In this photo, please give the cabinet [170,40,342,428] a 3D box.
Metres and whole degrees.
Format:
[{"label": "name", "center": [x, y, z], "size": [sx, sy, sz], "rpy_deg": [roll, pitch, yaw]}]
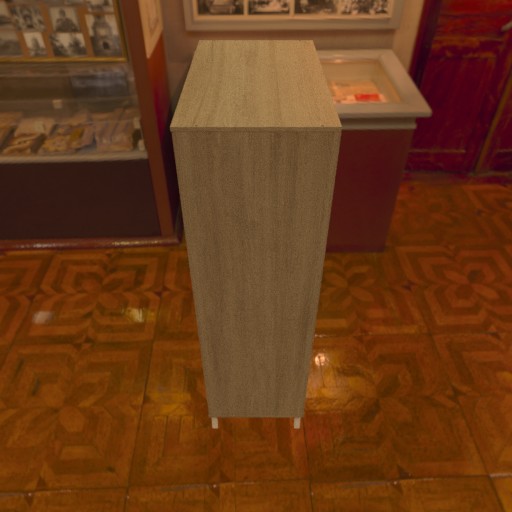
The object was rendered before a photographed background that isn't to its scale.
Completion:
[{"label": "cabinet", "center": [0.000, 0.000, 2.502], "size": [0.571, 1.999, 1.006], "rpy_deg": [0, 41, 0]}]
